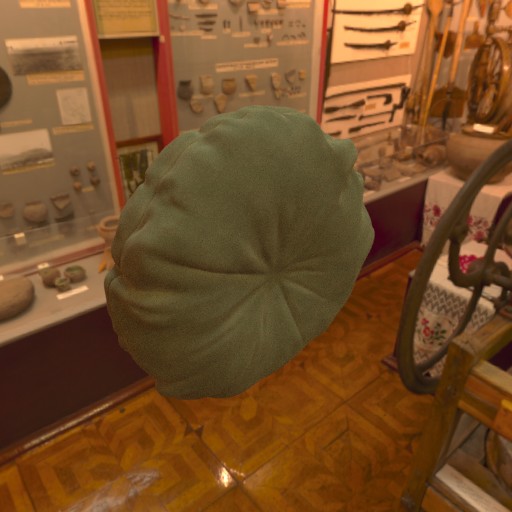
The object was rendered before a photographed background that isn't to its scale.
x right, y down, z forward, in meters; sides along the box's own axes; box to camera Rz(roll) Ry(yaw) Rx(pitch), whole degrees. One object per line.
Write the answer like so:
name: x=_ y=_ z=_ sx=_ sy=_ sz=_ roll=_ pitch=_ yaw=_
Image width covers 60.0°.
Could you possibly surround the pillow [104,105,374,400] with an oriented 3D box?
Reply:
pillow: x=0.000 y=0.000 z=0.633 sx=0.428 sy=0.407 sz=0.148 roll=-21 pitch=36 yaw=-32
